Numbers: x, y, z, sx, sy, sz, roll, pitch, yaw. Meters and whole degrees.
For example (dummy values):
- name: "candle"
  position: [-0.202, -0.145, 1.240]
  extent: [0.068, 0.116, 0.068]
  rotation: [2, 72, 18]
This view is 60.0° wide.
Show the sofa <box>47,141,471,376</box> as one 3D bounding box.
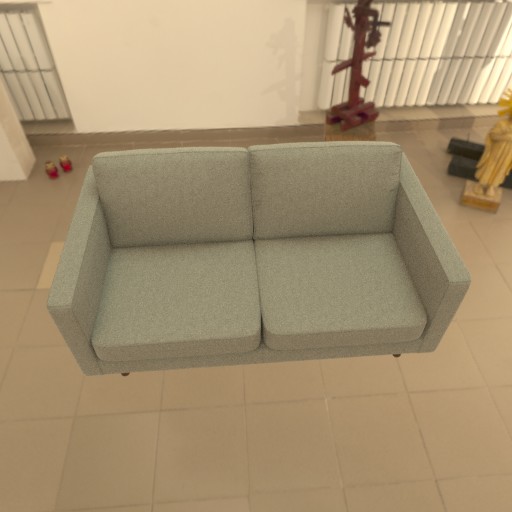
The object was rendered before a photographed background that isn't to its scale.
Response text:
- name: "sofa"
  position: [0.000, 0.000, 2.279]
  extent: [1.731, 0.900, 1.000]
  rotation: [-3, 46, -3]
